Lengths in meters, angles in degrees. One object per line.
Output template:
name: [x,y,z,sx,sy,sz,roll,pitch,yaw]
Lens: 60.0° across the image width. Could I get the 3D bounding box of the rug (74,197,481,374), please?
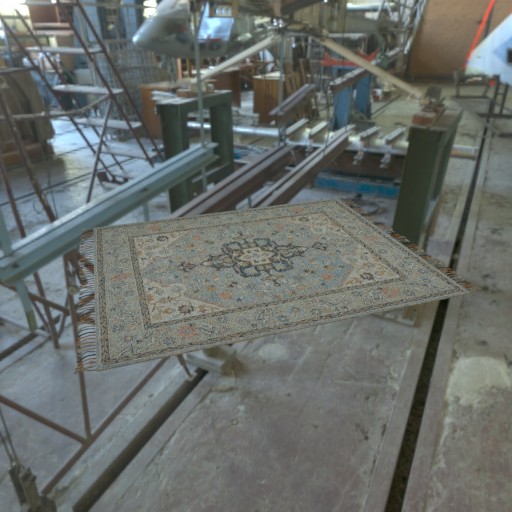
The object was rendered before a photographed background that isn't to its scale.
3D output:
rug: [0.000,0.000,4.252,3.221,0.011,2.379,-9,29,-16]
